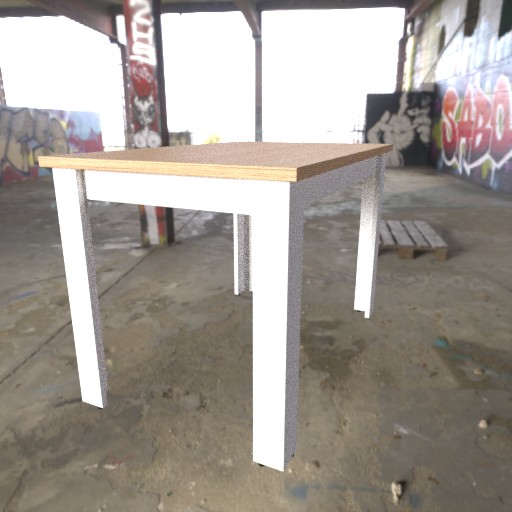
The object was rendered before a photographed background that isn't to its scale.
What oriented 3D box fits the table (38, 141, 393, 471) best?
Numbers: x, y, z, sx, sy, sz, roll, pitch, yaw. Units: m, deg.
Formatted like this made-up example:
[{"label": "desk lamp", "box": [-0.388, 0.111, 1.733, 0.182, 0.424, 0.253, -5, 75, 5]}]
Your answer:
[{"label": "table", "box": [0.000, 0.000, 1.559, 0.700, 0.734, 1.100, 8, 18, 24]}]
